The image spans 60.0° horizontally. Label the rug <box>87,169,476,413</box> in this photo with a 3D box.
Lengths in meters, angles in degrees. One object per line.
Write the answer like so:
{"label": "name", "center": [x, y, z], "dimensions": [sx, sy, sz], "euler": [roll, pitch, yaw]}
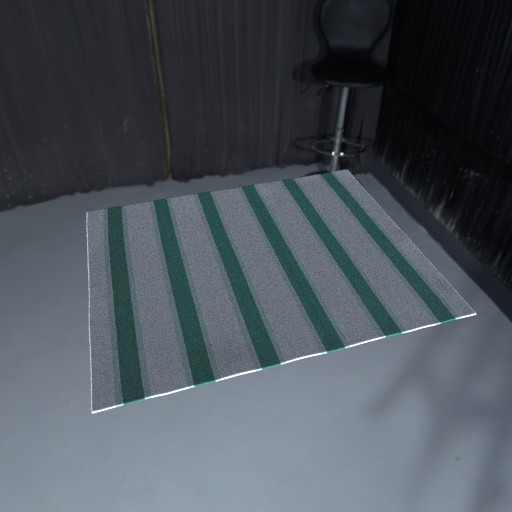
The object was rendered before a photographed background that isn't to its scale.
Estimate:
{"label": "rug", "center": [0.000, 0.000, 4.176], "dimensions": [3.041, 0.019, 2.434], "euler": [-11, 42, -13]}
